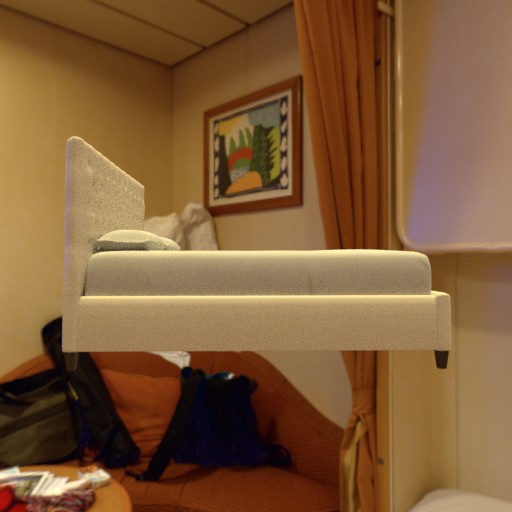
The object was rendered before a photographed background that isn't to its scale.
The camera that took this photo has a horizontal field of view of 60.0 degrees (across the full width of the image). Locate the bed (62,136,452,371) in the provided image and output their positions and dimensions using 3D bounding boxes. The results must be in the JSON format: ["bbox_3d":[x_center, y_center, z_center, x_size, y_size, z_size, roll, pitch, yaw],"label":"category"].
[{"bbox_3d":[0.000,0.000,3.540,2.387,1.427,1.698,0,-1,-1],"label":"bed"}]
